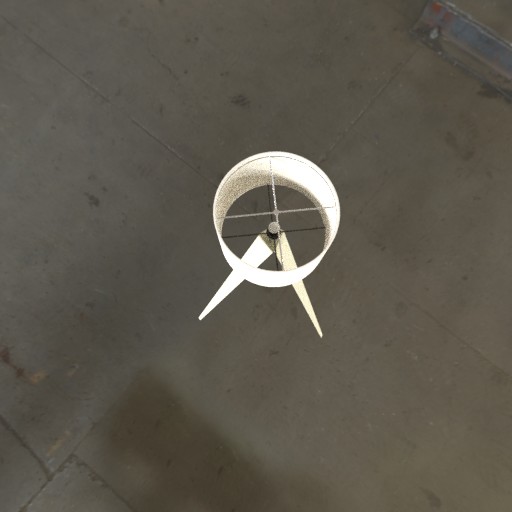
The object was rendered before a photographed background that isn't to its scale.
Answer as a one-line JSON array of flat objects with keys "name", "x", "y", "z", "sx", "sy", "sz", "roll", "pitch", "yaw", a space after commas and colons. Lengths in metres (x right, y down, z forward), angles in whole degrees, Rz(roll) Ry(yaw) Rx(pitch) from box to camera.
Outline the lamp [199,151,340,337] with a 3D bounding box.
[{"name": "lamp", "x": 0.000, "y": 0.000, "z": 1.961, "sx": 0.724, "sy": 1.524, "sz": 0.716, "roll": -6, "pitch": 77, "yaw": -1}]
